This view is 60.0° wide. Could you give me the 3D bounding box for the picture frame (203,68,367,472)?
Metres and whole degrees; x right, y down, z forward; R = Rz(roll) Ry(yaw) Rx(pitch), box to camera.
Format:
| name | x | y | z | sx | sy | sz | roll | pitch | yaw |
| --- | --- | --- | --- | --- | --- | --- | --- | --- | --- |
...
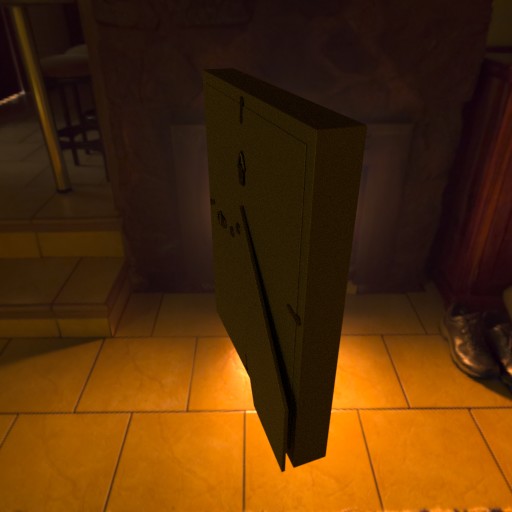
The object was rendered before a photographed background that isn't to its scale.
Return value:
| name | x | y | z | sx | sy | sz | roll | pitch | yaw |
| --- | --- | --- | --- | --- | --- | --- | --- | --- | --- |
| picture frame | 0.000 | 0.000 | 0.399 | 0.042 | 0.284 | 0.232 | -11 | 32 | -18 |
